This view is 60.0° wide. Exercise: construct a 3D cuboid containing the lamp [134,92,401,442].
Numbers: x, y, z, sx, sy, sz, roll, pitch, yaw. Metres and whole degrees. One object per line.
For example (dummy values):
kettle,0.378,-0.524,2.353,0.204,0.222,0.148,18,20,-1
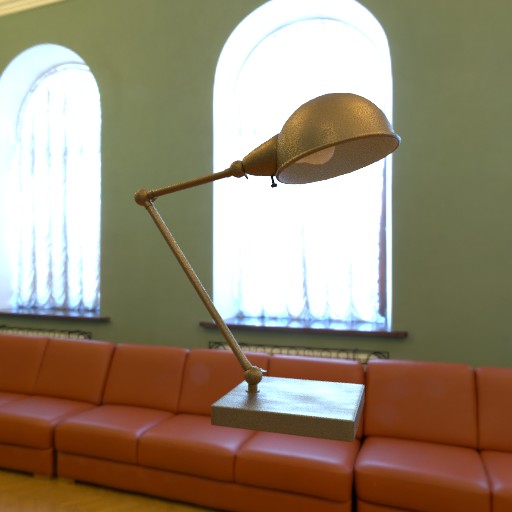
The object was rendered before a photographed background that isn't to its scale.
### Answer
lamp,0.000,0.000,0.544,0.339,0.371,0.149,0,-1,18
